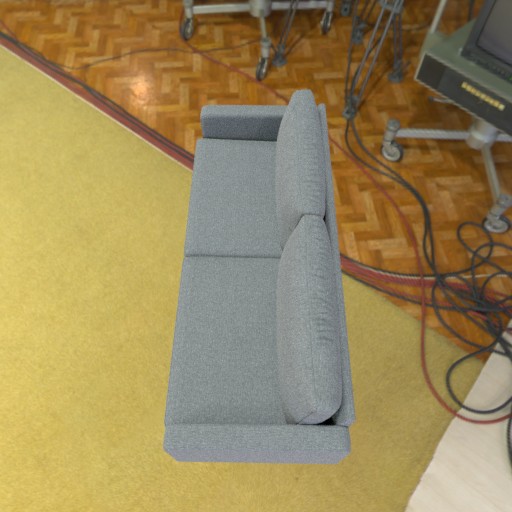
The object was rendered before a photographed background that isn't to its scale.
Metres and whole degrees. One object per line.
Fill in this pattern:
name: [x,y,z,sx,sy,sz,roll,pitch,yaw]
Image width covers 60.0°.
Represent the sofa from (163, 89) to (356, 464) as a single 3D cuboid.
sofa: [0.000,0.000,2.646,0.880,0.880,2.200,1,59,0]
